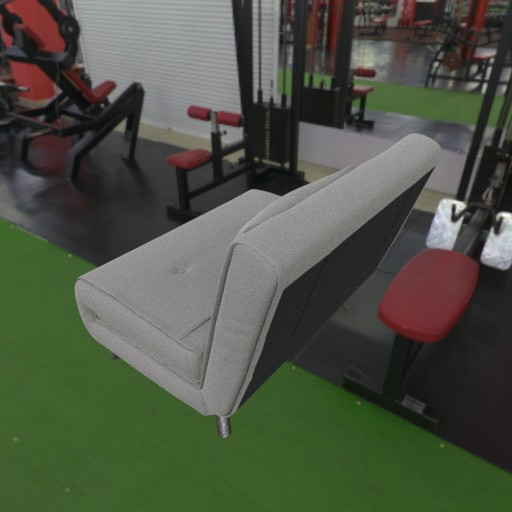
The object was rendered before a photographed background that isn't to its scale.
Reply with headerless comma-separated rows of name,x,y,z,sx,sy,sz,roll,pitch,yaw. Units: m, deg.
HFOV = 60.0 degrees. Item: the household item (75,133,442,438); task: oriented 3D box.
household item,0.000,0.000,1.611,0.874,0.800,1.000,22,38,31
